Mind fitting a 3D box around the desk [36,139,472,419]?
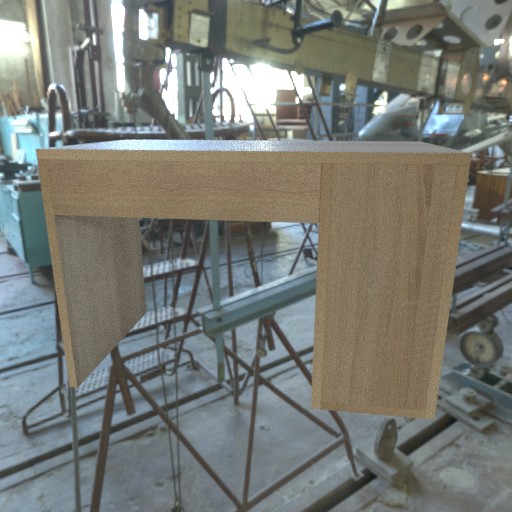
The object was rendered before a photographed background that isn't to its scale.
[{"bbox_3d":[0.000,0.000,1.496,1.100,0.731,0.600,2,17,8],"label":"desk"}]
